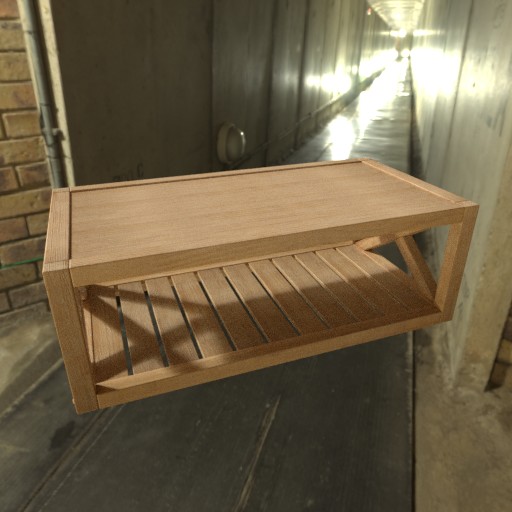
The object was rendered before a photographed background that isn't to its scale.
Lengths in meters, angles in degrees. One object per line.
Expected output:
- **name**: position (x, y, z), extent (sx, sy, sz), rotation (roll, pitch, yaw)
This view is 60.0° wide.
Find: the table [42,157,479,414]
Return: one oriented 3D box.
- **table**: position (0.000, 0.000, 1.615), extent (1.321, 0.457, 0.660), rotation (-9, 28, -18)
